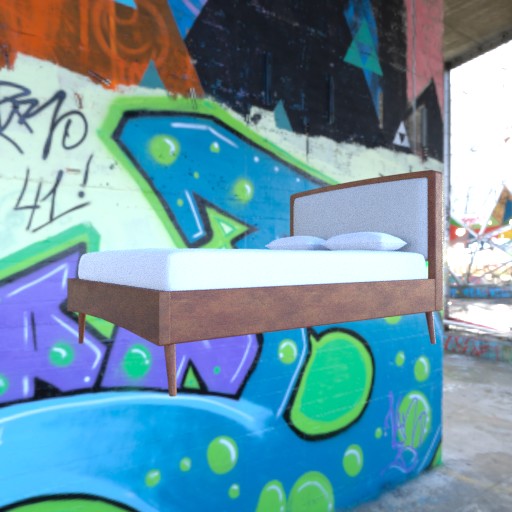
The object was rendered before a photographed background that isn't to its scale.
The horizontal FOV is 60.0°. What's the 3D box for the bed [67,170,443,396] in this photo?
[{"bbox_3d":[0.000,0.000,3.194,2.196,1.275,1.587,0,0,-36],"label":"bed"}]
